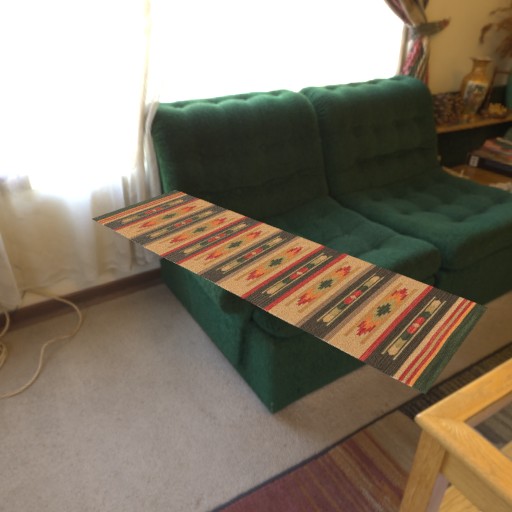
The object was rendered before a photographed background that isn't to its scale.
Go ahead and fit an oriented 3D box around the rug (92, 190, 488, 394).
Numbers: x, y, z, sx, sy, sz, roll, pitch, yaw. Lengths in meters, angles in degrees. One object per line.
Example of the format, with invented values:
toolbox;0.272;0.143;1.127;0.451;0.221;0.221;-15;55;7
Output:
rug;0.000;0.000;2.681;2.440;0.009;0.760;24;37;35
